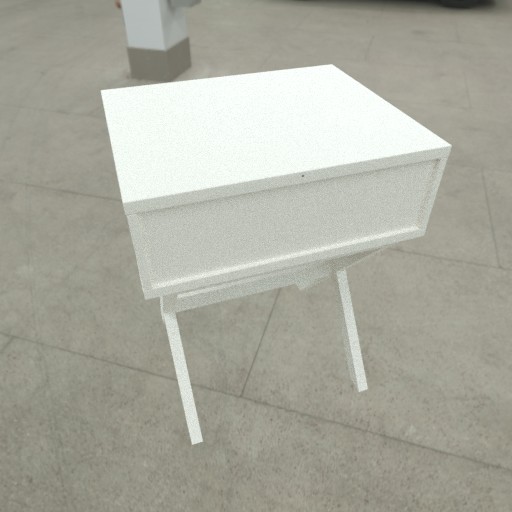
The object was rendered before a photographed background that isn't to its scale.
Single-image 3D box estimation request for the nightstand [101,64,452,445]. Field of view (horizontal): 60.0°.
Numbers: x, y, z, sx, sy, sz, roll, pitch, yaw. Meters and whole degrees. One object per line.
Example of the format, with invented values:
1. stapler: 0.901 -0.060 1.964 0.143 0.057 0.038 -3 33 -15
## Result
1. nightstand: 0.000 0.000 0.945 0.479 0.623 0.402 -12 42 -14
